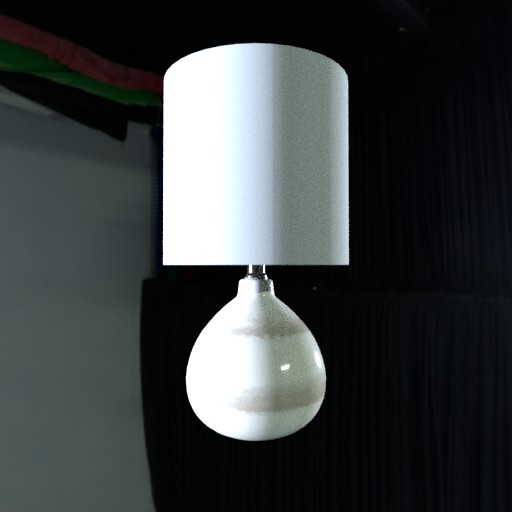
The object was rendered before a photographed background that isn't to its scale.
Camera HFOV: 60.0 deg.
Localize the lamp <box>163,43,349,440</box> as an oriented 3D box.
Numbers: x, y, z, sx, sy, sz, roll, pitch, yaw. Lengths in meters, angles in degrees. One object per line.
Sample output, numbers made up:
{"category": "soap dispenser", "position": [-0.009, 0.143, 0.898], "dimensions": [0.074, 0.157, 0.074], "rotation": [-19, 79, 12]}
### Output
{"category": "lamp", "position": [0.000, 0.000, 0.529], "dimensions": [0.217, 0.404, 0.217], "rotation": [-1, -1, 36]}
